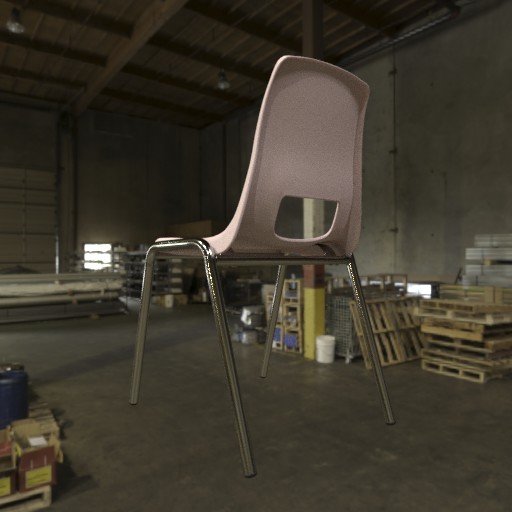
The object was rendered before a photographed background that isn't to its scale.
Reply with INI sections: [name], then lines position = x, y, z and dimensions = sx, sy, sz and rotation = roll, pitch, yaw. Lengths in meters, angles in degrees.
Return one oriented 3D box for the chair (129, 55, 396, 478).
[chair]
position = 0.000, 0.000, 0.919
dimensions = 0.381, 0.653, 0.436
rotation = 0, 0, -37
